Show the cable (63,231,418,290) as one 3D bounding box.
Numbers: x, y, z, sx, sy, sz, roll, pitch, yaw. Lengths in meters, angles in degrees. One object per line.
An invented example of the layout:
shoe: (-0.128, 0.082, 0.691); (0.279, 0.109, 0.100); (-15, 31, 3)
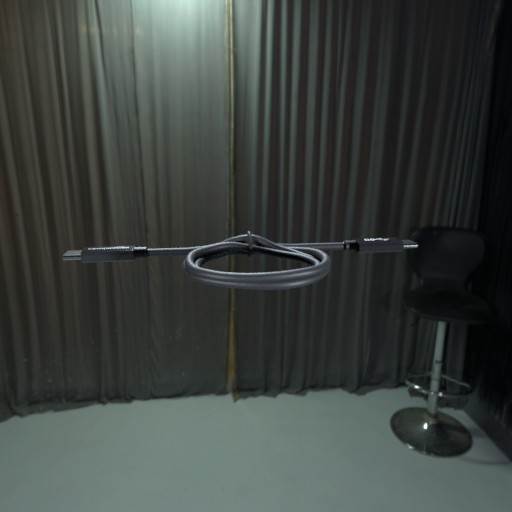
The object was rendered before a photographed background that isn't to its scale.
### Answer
cable: (0.000, 0.000, 0.209); (0.186, 0.014, 0.070); (-2, 15, -8)
